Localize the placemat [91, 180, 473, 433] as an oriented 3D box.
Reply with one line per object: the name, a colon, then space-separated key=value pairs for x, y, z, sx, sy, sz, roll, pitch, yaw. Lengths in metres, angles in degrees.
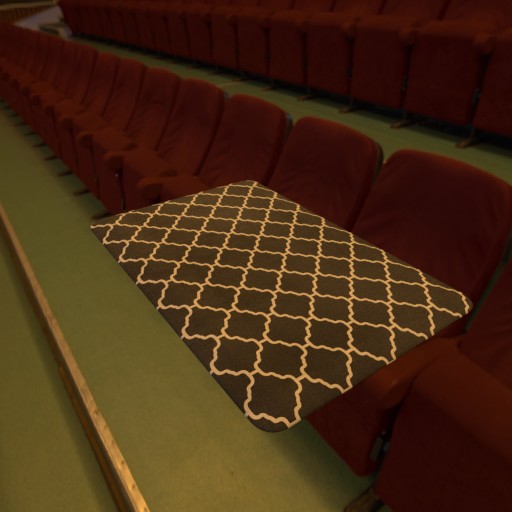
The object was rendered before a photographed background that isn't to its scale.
placemat: x=0.000 y=0.000 z=0.976 sx=0.508 sy=0.021 sz=0.762 roll=-21 pitch=38 yaw=-30
